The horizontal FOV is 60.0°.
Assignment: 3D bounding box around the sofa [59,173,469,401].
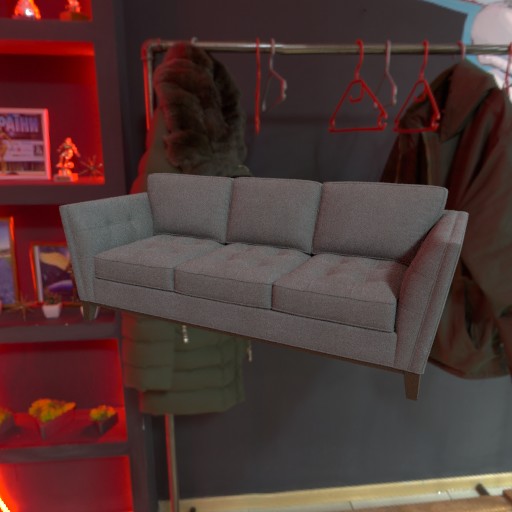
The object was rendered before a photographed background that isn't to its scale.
[{"bbox_3d":[0.000,0.000,2.847,2.387,0.940,0.965,7,17,26],"label":"sofa"}]
